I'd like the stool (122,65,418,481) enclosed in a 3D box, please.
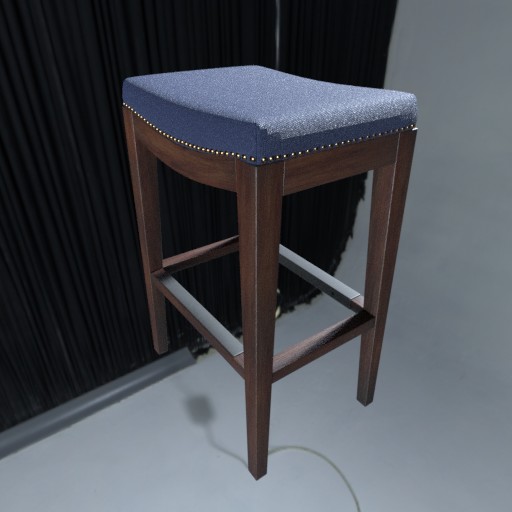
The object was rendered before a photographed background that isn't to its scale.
[{"bbox_3d":[0.000,0.000,1.003,0.358,0.740,0.498,-20,36,-30],"label":"stool"}]
